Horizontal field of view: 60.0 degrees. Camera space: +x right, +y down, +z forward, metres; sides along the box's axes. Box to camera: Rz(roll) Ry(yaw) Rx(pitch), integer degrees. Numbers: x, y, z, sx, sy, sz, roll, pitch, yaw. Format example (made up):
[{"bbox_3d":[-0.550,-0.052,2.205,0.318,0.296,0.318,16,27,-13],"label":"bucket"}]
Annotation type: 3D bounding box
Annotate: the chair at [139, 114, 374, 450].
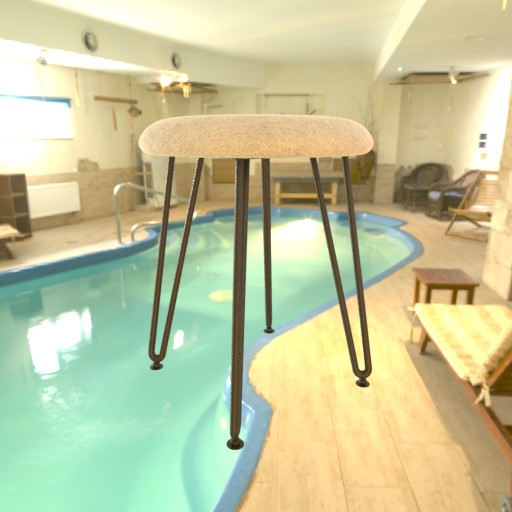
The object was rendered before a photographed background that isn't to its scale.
[{"bbox_3d":[0.000,0.000,0.642,0.350,0.386,0.350,2,15,9],"label":"chair"}]
